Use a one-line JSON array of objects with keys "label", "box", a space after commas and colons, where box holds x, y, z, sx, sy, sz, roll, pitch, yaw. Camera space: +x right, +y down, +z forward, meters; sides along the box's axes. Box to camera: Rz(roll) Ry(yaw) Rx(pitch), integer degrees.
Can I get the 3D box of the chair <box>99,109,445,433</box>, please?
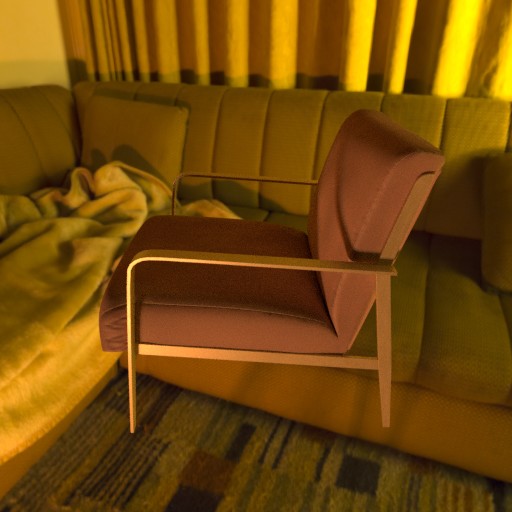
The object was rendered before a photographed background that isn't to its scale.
[{"label": "chair", "box": [0.000, 0.000, 1.413, 0.848, 0.823, 0.701, 0, 27, 0]}]
